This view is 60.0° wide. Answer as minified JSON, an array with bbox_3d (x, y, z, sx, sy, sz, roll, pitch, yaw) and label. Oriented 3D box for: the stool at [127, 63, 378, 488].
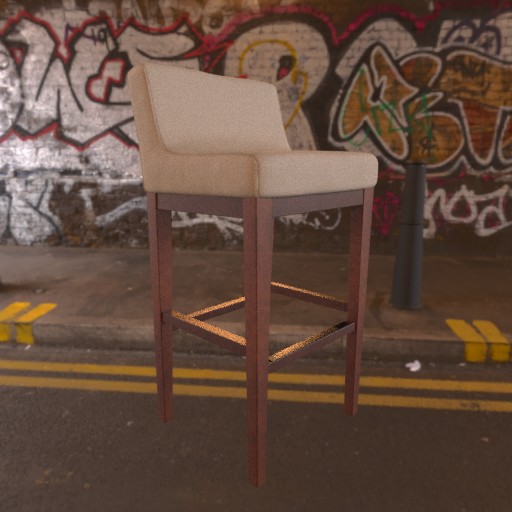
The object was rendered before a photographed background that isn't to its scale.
[{"bbox_3d":[0.000,0.000,1.288,0.500,1.037,0.511,12,17,43],"label":"stool"}]
